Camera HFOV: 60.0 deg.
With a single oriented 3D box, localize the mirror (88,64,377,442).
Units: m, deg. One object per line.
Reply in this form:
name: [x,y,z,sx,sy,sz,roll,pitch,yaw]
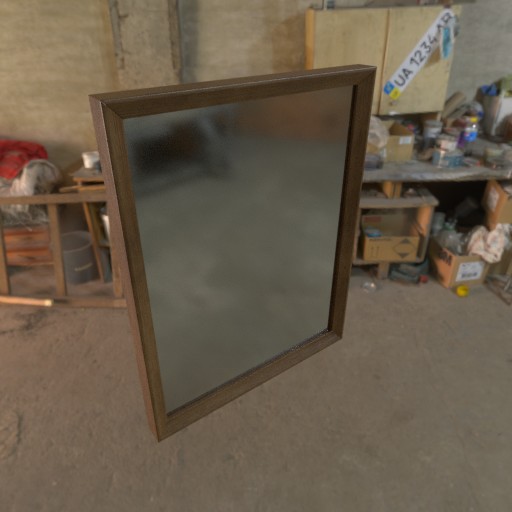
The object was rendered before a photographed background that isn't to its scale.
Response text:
mirror: [0.000,0.000,0.675,0.406,0.509,0.041,-21,36,-31]
